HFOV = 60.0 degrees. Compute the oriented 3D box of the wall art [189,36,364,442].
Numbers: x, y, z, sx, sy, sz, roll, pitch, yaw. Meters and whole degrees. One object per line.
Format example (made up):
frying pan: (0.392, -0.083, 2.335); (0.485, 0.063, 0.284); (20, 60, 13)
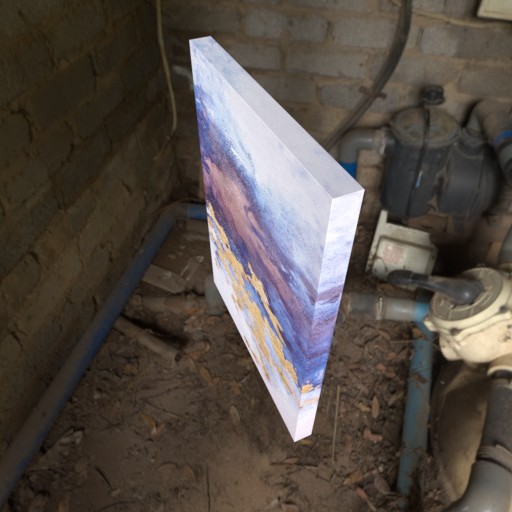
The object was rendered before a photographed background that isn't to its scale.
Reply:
wall art: (0.000, 0.000, 0.771); (0.036, 0.581, 0.437); (-18, 48, -16)
